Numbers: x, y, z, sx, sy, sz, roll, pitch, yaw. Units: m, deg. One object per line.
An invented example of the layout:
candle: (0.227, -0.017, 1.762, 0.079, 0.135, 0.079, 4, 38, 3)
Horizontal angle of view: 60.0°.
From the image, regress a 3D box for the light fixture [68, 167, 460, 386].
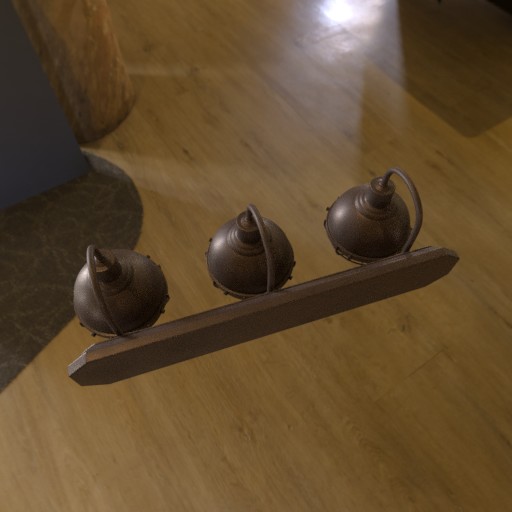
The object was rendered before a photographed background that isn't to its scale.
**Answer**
light fixture: (0.000, 0.000, 0.743, 0.634, 0.254, 0.229, -16, 60, -9)
